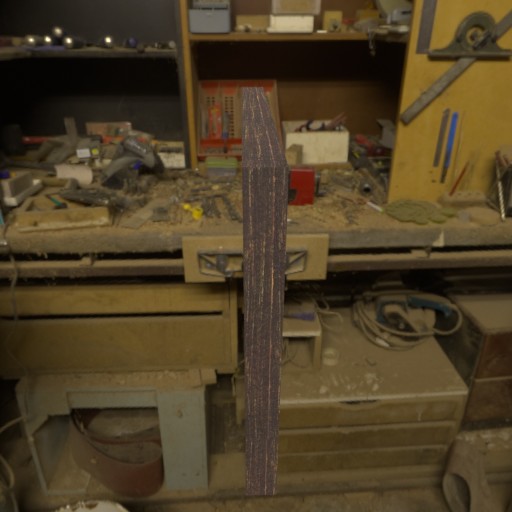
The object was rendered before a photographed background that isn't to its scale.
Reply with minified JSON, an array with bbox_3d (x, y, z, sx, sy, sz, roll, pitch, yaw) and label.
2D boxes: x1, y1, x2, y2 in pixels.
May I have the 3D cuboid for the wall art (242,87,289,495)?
[{"bbox_3d":[0.000,0.000,0.527,0.031,0.330,0.381,-1,28,-2],"label":"wall art"}]
